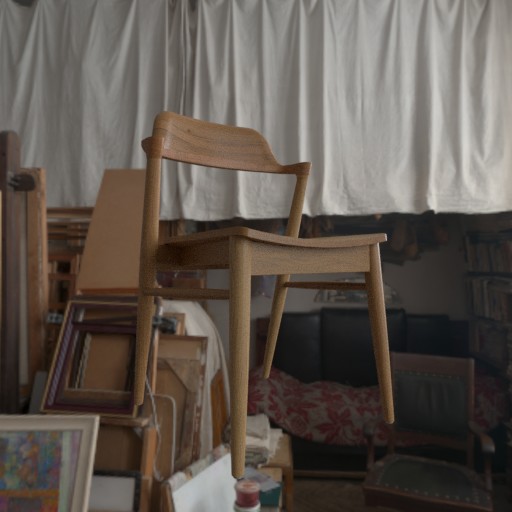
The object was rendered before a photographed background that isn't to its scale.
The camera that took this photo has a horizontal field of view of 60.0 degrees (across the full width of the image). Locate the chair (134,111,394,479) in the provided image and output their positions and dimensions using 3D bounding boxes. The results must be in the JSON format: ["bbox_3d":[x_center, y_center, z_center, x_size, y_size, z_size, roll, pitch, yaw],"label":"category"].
[{"bbox_3d":[0.000,0.000,1.116,0.512,0.792,0.499,0,0,-37],"label":"chair"}]
